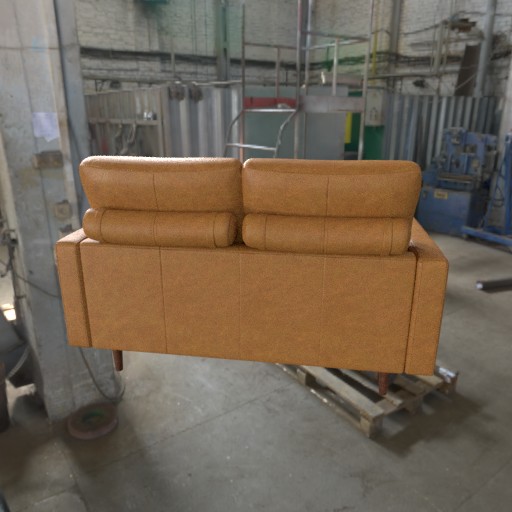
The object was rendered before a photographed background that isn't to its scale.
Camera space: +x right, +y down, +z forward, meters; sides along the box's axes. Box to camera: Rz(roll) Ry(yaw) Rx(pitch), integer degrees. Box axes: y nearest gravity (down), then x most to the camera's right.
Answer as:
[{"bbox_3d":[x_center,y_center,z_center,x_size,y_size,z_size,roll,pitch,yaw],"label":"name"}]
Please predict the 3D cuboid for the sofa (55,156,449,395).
[{"bbox_3d":[0.000,0.000,1.951,1.430,0.898,0.868,3,18,8],"label":"sofa"}]
